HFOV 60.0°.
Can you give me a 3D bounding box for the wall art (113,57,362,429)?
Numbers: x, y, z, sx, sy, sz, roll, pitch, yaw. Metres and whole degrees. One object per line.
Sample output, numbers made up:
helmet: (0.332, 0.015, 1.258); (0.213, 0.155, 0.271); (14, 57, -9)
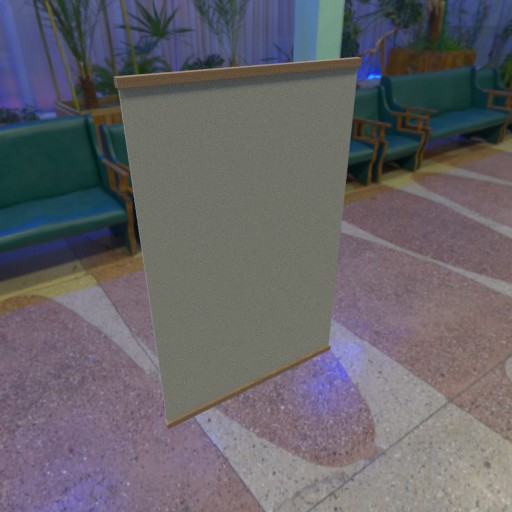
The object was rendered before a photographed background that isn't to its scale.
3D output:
wall art: (0.000, 0.000, 1.915); (0.990, 1.519, 0.030); (-18, 34, -28)
